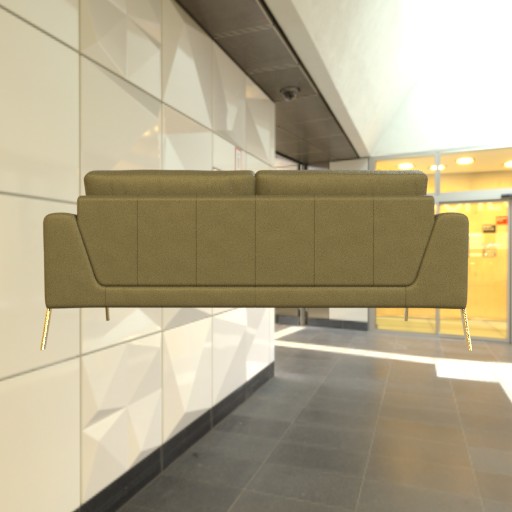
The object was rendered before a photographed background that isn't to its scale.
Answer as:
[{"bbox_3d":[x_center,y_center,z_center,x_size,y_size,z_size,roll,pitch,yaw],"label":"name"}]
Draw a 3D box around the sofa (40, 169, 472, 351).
[{"bbox_3d":[0.000,0.000,2.529,2.017,0.875,0.953,0,0,0],"label":"sofa"}]
